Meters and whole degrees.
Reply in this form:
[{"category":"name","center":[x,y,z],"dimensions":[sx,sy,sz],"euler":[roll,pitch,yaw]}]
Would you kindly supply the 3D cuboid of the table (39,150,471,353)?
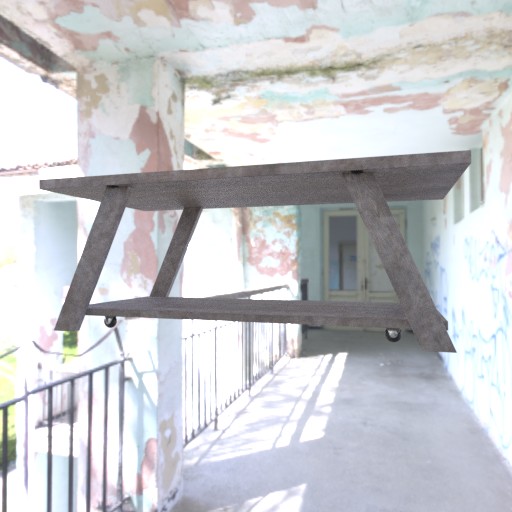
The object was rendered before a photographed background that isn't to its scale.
[{"category":"table","center":[0.000,0.000,1.480],"dimensions":[1.219,0.470,0.610],"euler":[0,-1,17]}]
